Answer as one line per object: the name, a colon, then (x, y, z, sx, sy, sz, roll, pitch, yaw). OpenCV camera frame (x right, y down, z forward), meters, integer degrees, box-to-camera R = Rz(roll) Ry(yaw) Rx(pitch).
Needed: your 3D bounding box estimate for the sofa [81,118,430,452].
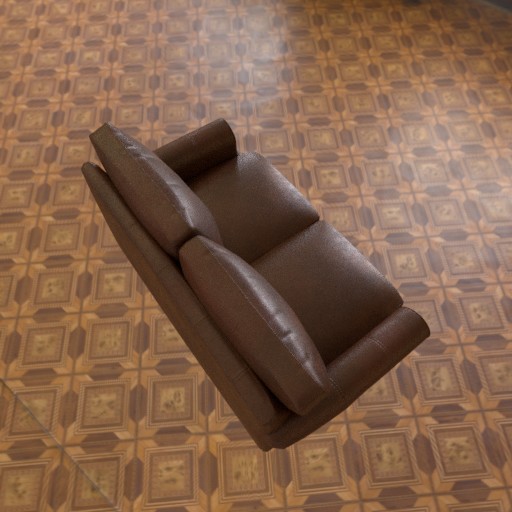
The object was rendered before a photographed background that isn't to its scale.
sofa: (0.000, 0.000, 2.188, 0.990, 0.976, 1.616, -33, 65, -17)
